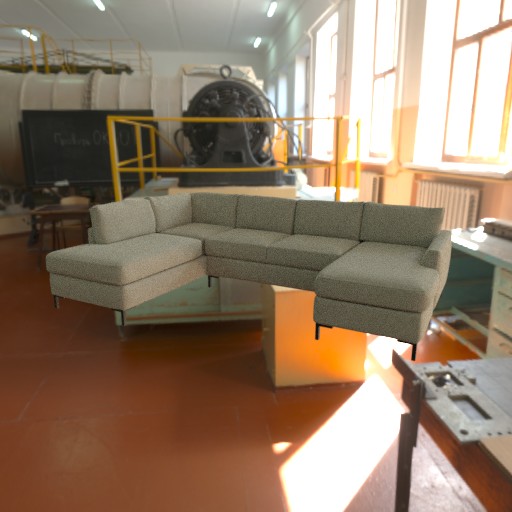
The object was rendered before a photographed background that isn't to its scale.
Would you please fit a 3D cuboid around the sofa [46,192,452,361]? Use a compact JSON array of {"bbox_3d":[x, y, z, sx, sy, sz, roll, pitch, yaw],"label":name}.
[{"bbox_3d":[0.000,0.000,3.853,2.984,0.862,1.989,8,16,28],"label":"sofa"}]
